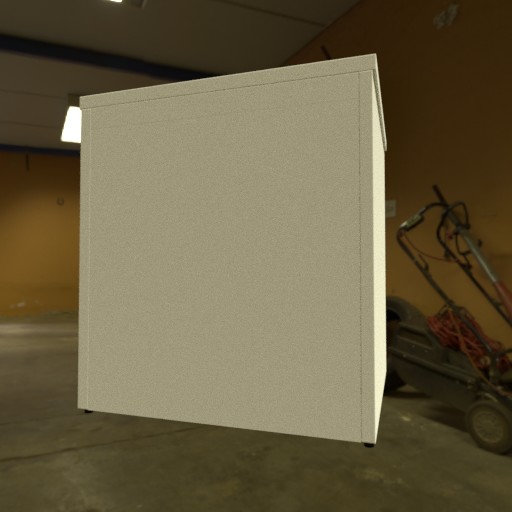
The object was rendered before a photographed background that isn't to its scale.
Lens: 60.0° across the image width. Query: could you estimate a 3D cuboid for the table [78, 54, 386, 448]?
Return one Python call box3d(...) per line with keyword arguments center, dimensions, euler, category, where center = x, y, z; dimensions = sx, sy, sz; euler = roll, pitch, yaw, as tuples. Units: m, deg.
box3d(center=(0.000, 0.000, 0.758), dimensions=(0.420, 0.460, 0.380), euler=(-1, -2, 18), category="table")
